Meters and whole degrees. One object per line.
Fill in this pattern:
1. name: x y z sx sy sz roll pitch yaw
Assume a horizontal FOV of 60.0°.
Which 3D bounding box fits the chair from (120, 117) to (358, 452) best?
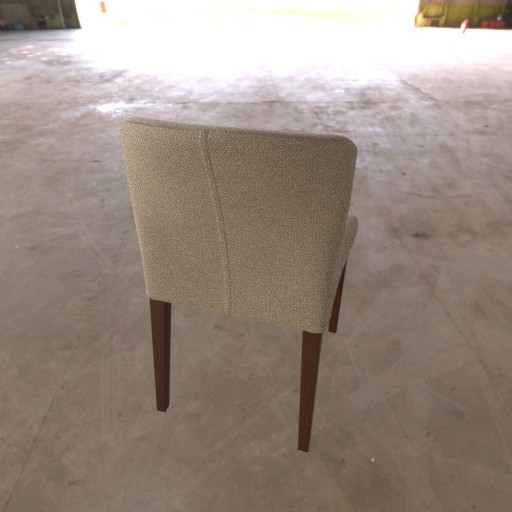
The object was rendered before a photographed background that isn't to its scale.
1. chair: 0.000 0.000 1.196 0.491 0.839 0.589 10 33 15
